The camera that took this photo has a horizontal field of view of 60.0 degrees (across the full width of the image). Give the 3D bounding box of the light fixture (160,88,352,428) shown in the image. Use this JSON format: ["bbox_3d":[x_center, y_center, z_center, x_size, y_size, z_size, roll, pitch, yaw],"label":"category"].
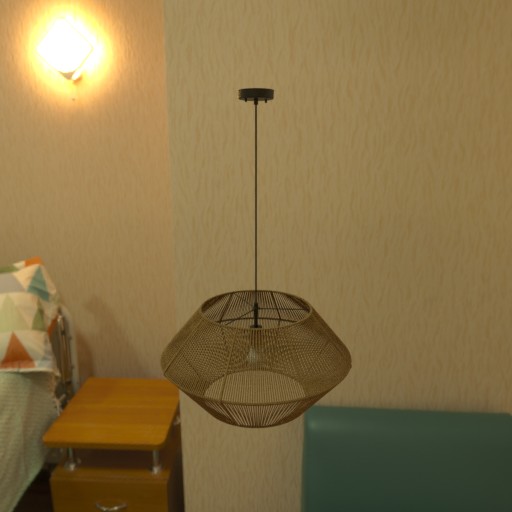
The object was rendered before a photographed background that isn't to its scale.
[{"bbox_3d":[0.000,0.000,1.431,0.643,1.009,0.643,0,14,0],"label":"light fixture"}]
